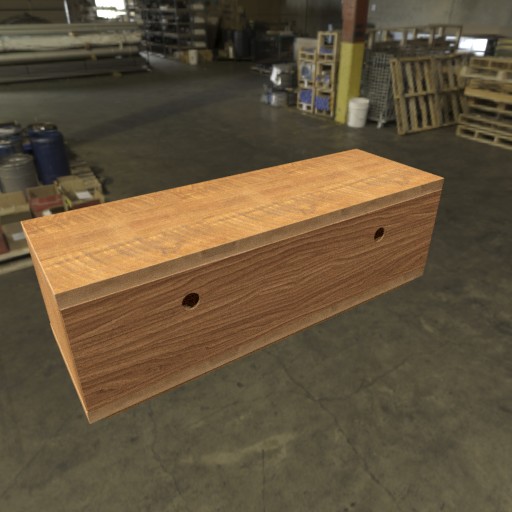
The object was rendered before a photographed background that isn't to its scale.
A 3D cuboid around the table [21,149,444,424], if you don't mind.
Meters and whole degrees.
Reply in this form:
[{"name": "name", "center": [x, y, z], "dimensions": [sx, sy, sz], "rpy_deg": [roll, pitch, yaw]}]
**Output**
[{"name": "table", "center": [0.000, 0.000, 1.735], "dimensions": [1.499, 0.491, 0.499], "rpy_deg": [-18, 34, -29]}]
